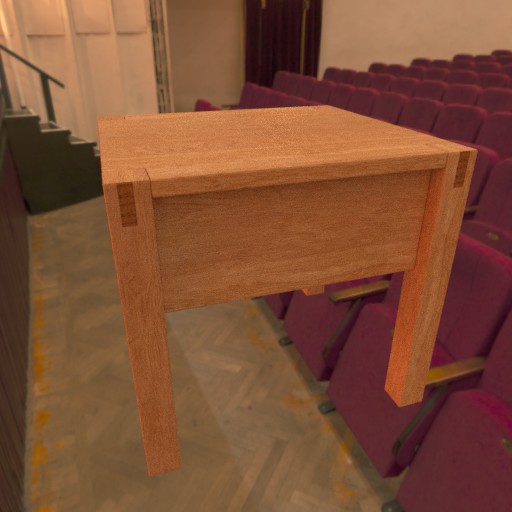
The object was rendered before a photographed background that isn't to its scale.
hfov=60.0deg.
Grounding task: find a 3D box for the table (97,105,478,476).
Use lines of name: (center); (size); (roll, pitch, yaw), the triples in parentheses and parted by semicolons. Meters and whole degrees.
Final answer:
table: (0.000, 0.000, 0.810); (0.480, 0.450, 0.440); (-8, 28, -16)
